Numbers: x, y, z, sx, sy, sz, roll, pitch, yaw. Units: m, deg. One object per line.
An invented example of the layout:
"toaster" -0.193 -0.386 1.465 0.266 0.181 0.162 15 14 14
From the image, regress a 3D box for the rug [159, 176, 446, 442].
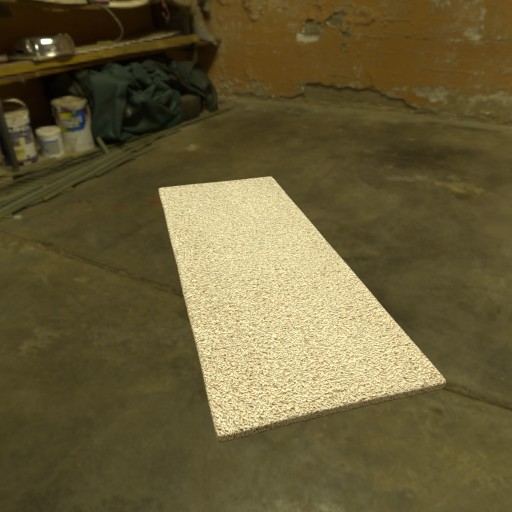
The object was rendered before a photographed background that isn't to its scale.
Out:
"rug" 0.000 0.000 1.708 0.609 0.030 1.524 -8 32 -13
